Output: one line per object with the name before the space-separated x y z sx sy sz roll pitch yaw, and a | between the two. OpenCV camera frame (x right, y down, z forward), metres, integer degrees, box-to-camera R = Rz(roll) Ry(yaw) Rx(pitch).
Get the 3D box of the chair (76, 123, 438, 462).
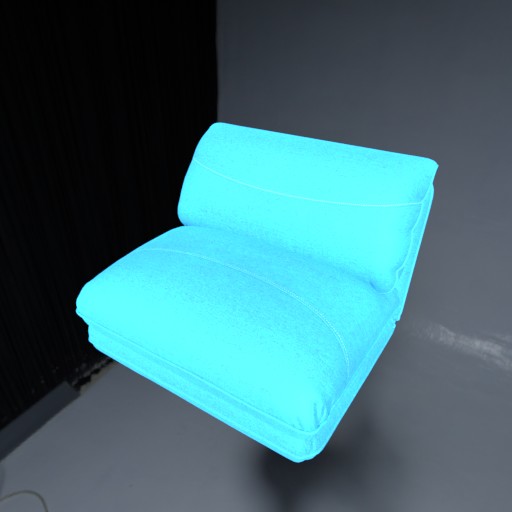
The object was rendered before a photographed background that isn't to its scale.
chair | 0.000 0.000 1.328 0.820 0.580 0.780 19 35 28
